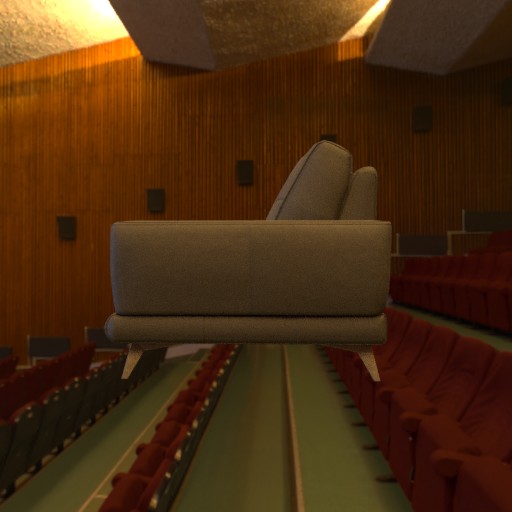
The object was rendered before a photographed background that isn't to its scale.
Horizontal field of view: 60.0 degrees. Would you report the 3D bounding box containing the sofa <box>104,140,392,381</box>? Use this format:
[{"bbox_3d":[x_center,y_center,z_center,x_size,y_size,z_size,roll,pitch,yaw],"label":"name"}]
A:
[{"bbox_3d":[0.000,0.000,2.409,1.018,0.907,1.806,0,-1,2],"label":"sofa"}]
